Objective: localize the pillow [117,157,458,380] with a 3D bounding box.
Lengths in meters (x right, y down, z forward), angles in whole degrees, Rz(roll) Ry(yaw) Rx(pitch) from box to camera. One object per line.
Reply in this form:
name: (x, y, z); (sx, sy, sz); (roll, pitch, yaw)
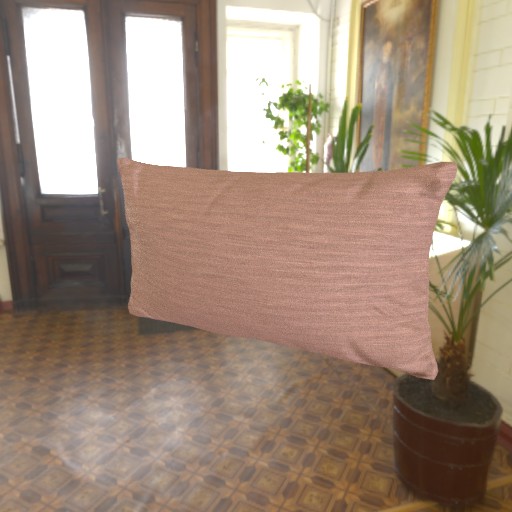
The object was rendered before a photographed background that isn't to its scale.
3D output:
pillow: (0.000, 0.000, 0.792); (0.633, 0.338, 0.210); (7, 15, 26)
